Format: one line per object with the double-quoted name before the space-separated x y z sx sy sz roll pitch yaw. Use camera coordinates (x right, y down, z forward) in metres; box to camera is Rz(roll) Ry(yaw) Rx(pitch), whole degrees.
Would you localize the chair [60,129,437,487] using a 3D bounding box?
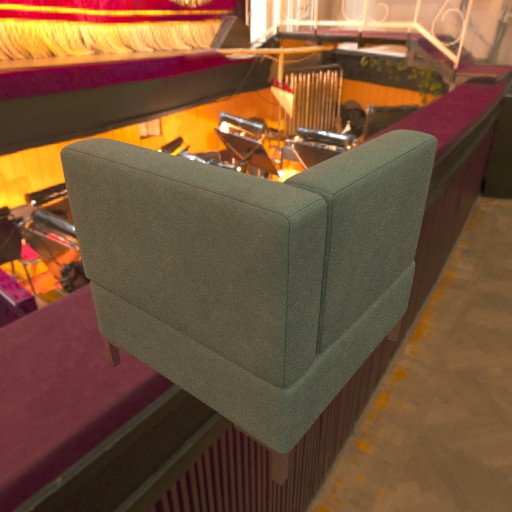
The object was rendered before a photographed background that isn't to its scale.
"chair" 0.000 0.000 1.206 0.680 0.660 0.680 21 35 33
